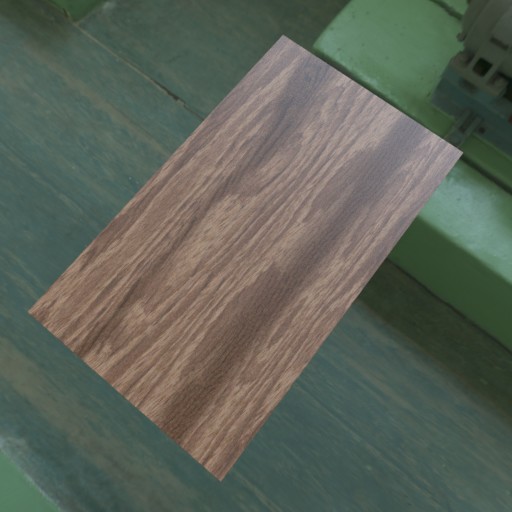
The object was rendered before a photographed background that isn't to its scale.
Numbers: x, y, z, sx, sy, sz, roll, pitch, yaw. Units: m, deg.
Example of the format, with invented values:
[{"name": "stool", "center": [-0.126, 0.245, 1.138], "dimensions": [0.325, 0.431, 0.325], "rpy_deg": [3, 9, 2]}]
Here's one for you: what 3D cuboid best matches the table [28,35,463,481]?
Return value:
[{"name": "table", "center": [0.000, 0.000, 1.841], "dimensions": [0.801, 0.724, 1.349], "rpy_deg": [37, 78, 9]}]
